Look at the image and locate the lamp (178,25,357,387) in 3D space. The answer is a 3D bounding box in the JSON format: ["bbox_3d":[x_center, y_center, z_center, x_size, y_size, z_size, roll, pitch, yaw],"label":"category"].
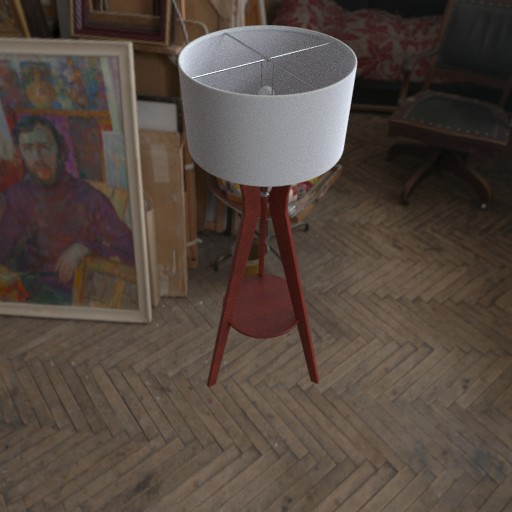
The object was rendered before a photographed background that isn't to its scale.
[{"bbox_3d":[0.000,0.000,1.687,0.542,1.472,0.539,-24,50,-22],"label":"lamp"}]
